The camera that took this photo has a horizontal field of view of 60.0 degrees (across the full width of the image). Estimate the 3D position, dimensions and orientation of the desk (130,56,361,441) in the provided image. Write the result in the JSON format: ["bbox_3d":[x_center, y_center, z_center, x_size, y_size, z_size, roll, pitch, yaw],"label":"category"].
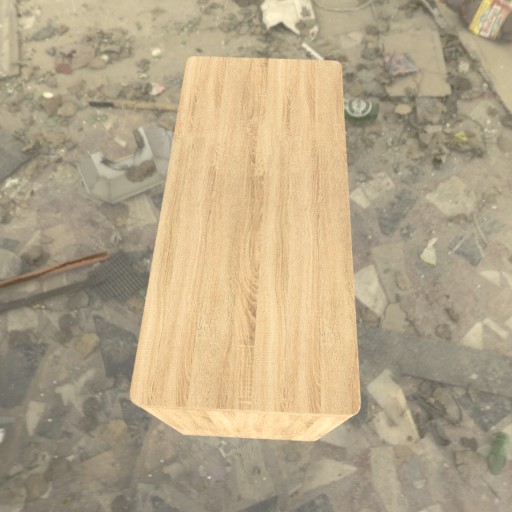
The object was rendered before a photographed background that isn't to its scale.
[{"bbox_3d":[0.000,0.000,1.649,0.550,0.760,1.200,2,63,1],"label":"desk"}]
